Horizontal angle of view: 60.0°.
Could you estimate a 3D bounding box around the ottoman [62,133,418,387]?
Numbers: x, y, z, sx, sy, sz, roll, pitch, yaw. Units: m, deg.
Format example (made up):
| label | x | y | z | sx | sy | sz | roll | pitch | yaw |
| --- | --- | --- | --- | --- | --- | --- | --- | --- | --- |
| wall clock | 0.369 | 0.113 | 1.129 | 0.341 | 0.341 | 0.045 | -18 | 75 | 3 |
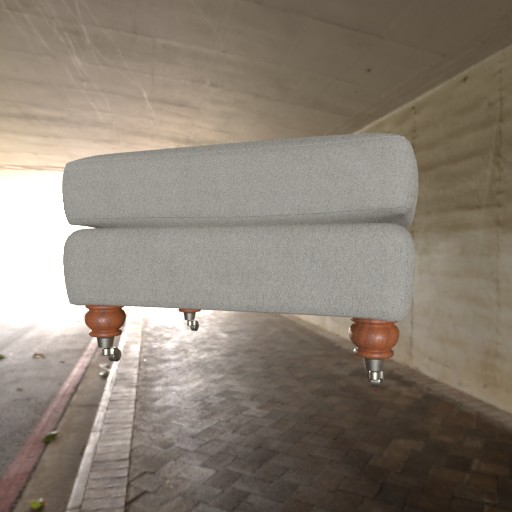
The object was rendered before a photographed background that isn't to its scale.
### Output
| label | x | y | z | sx | sy | sz | roll | pitch | yaw |
| --- | --- | --- | --- | --- | --- | --- | --- | --- | --- |
| ottoman | 0.000 | 0.000 | 1.132 | 0.773 | 0.504 | 0.569 | 0 | 1 | 19 |
